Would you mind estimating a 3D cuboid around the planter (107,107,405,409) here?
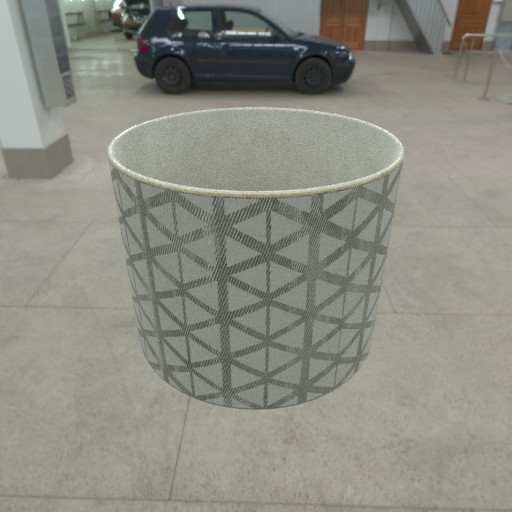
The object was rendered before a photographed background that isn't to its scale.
[{"bbox_3d":[0.000,0.000,0.448,0.250,0.239,0.250,0,30,0],"label":"planter"}]
